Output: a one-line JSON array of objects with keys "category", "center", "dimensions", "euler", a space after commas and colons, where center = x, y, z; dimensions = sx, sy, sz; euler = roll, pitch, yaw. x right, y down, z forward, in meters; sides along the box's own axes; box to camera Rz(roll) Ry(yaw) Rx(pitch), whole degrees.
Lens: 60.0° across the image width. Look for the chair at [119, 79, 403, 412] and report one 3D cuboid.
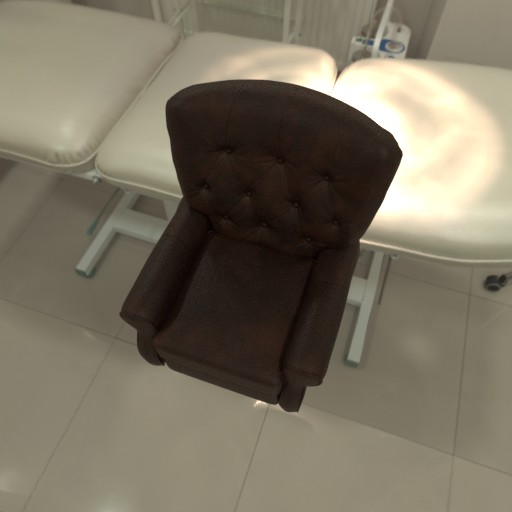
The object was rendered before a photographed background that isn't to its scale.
[{"category": "chair", "center": [0.000, 0.000, 1.994], "dimensions": [0.948, 1.158, 1.058], "euler": [16, 59, 10]}]
